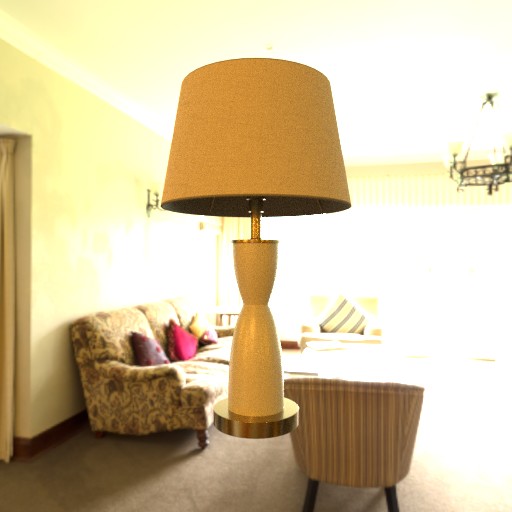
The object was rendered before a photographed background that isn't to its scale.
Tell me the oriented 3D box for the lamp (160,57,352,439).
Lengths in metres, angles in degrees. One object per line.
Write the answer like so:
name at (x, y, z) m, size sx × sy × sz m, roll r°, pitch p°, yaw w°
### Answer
lamp at (0.000, 0.000, 0.730) m, size 0.309 × 0.545 × 0.309 m, roll 0°, pitch 0°, yaw 0°
